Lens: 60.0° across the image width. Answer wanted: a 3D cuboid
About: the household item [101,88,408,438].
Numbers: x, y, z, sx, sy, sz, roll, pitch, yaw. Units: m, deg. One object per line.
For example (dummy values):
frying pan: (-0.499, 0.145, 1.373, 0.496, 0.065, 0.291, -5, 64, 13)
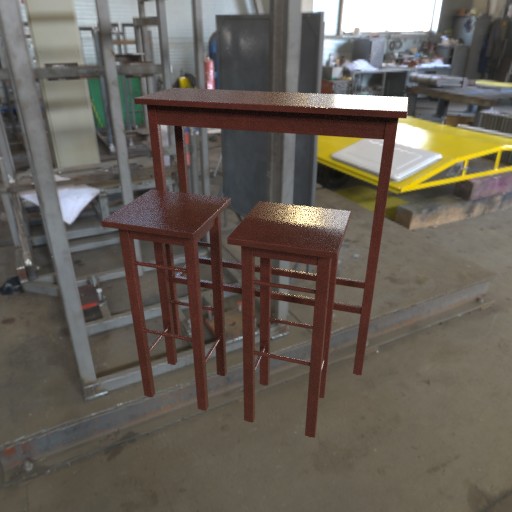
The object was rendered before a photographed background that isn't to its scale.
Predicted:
household item: (0.000, 0.000, 1.643, 0.914, 1.067, 0.676, 8, 29, 15)
